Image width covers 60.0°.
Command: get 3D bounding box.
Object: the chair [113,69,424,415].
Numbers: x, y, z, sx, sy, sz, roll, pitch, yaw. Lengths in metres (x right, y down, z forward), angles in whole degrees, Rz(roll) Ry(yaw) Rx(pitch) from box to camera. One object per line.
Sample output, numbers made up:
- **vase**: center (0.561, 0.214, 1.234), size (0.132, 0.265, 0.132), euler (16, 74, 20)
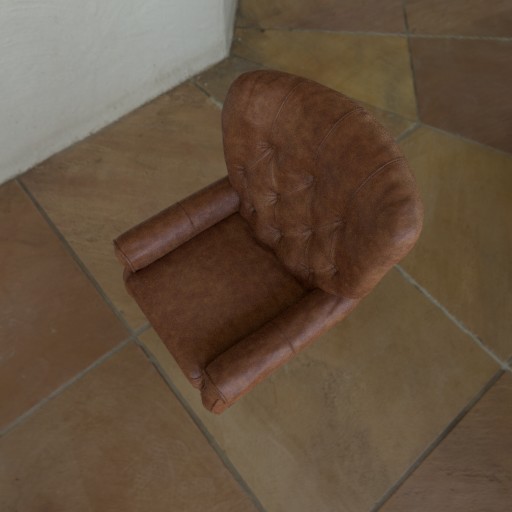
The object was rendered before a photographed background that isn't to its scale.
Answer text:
- **chair**: center (0.000, 0.000, 1.931), size (1.059, 1.164, 0.951), euler (-34, 67, -16)
